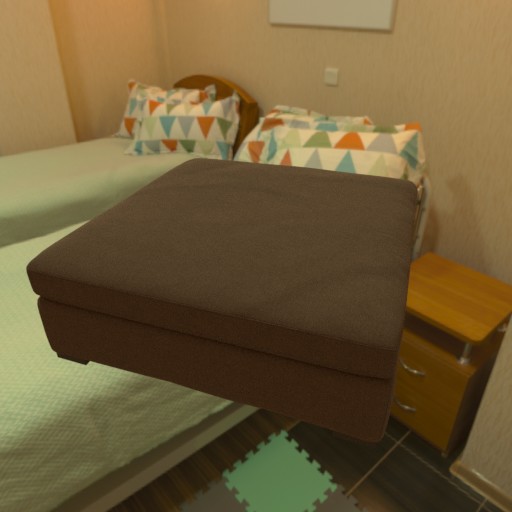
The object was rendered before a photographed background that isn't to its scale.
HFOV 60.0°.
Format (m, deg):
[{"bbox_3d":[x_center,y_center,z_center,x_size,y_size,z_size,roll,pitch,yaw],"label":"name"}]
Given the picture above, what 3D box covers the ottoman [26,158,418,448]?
[{"bbox_3d":[0.000,0.000,1.788,1.181,0.470,1.181,10,31,17],"label":"ottoman"}]
